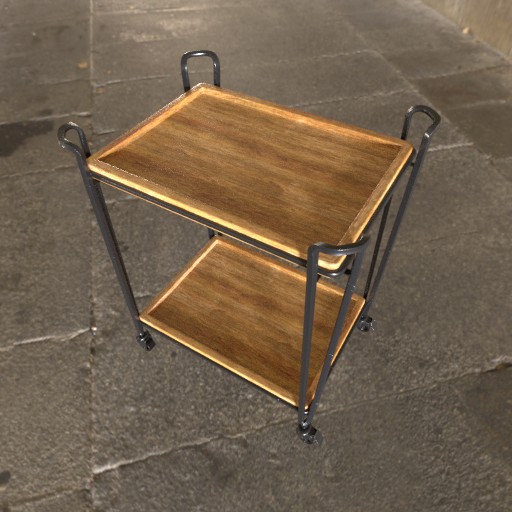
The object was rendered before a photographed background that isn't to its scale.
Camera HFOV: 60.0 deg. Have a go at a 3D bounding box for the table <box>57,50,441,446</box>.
[{"bbox_3d":[0.000,0.000,1.187,0.672,0.785,0.505,23,51,21],"label":"table"}]
